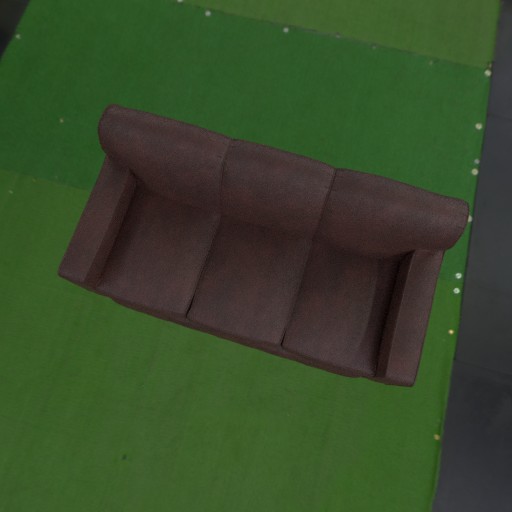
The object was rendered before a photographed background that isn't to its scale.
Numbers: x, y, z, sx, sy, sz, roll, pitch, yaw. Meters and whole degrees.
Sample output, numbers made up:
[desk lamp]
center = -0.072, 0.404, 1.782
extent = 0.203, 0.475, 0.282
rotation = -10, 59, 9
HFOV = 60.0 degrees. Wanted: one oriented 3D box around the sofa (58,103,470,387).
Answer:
[sofa]
center = 0.000, 0.000, 2.620
extent = 2.039, 0.953, 1.008
rotation = 17, 76, 4
